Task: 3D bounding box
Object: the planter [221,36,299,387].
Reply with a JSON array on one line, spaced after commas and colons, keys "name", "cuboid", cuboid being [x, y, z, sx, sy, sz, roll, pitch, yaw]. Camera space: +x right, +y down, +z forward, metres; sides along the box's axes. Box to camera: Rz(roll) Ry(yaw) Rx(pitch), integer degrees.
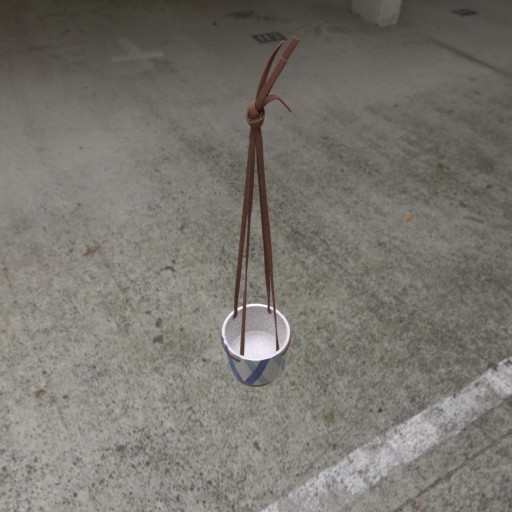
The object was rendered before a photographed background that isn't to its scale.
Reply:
[{"name": "planter", "cuboid": [0.000, 0.000, 0.813, 0.157, 0.753, 0.153, -22, 50, -20]}]
